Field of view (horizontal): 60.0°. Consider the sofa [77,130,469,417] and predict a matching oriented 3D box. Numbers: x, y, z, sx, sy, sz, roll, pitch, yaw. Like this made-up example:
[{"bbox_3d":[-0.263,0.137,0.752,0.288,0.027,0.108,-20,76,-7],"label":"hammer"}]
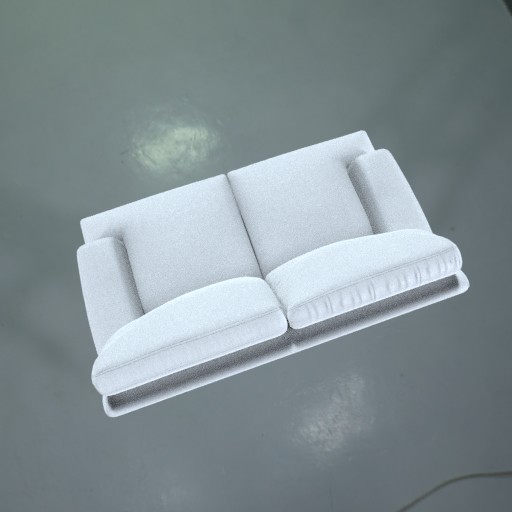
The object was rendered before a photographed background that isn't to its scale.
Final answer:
[{"bbox_3d":[0.000,0.000,2.477,1.880,0.940,1.143,-19,76,-5],"label":"sofa"}]
